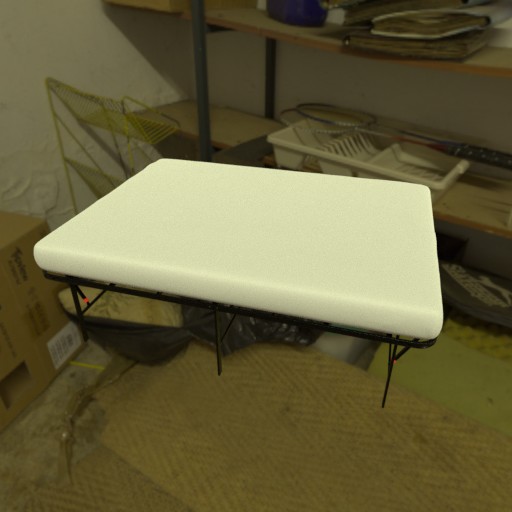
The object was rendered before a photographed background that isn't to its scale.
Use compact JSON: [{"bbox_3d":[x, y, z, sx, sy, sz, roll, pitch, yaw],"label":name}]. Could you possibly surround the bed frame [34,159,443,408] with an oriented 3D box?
[{"bbox_3d":[0.000,0.000,2.601,1.905,0.637,1.372,9,32,14],"label":"bed frame"}]
